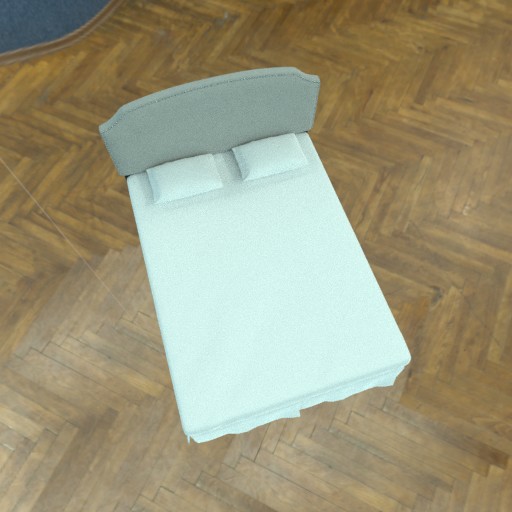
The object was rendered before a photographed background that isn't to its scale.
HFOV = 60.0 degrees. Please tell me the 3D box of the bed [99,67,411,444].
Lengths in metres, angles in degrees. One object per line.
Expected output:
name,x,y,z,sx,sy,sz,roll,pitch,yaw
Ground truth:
bed,0.000,0.000,2.961,1.558,1.270,1.999,-16,65,-7
